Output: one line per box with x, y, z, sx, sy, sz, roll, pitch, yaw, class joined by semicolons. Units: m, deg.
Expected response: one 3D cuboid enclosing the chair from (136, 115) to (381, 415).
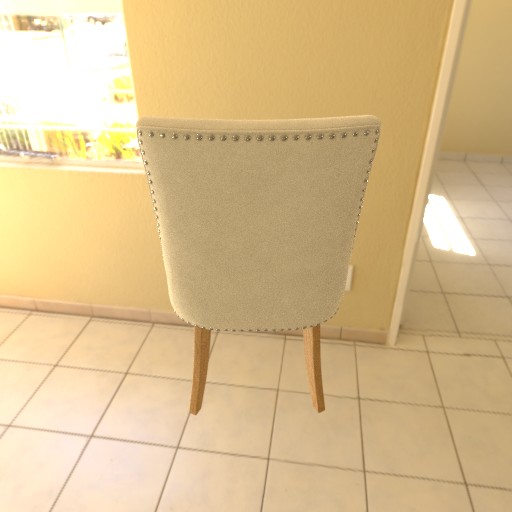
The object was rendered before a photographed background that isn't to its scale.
0.000;0.000;1.279;0.495;0.902;0.610;-1;30;-1;chair
